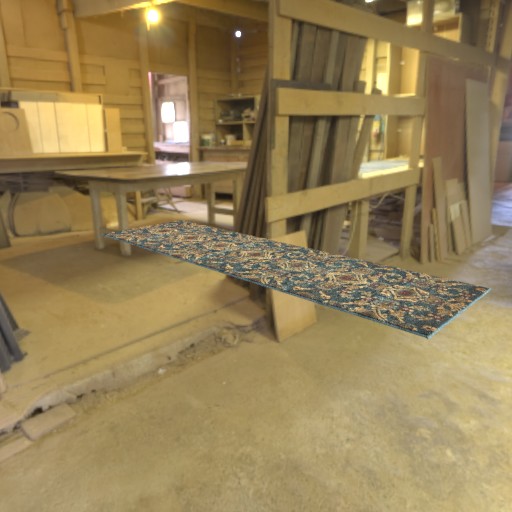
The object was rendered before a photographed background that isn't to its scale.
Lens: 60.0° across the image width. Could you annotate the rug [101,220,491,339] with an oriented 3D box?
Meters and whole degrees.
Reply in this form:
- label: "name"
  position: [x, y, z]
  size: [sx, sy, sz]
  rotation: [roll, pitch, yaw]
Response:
- label: "rug"
  position: [0.000, 0.000, 2.525]
  size: [2.292, 0.014, 0.685]
  rotation: [15, 21, 42]
